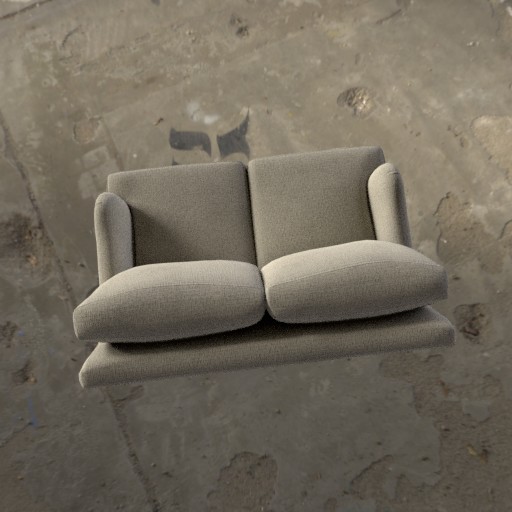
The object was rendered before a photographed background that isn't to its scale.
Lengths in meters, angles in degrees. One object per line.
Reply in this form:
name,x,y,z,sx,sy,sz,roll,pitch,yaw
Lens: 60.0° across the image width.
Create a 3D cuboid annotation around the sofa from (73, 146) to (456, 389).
sofa,0.000,0.000,2.172,1.480,0.999,1.087,-6,75,-2
